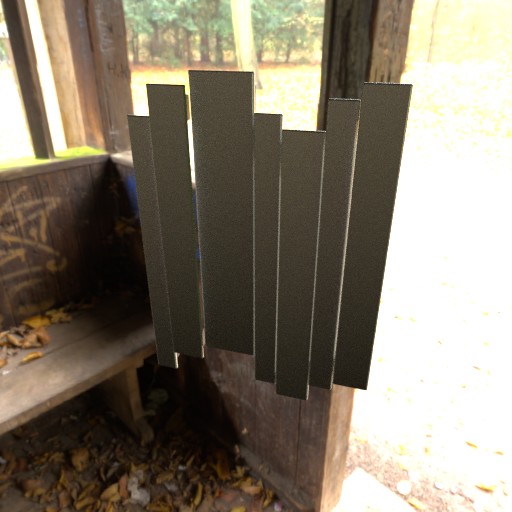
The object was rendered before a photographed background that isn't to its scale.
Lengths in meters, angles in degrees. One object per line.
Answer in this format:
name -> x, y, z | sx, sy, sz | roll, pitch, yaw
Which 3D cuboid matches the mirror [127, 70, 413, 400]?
mirror -> 0.000, 0.000, 0.793 | 0.445, 0.611, 0.058 | 8, 28, 15
